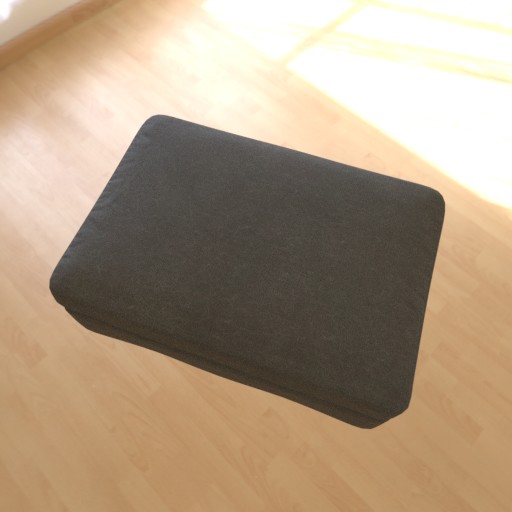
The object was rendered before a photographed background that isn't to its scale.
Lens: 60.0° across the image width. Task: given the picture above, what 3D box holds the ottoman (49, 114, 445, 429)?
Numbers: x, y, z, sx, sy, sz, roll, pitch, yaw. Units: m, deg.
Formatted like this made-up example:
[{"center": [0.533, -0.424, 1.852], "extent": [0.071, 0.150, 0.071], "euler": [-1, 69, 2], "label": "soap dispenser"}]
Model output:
[{"center": [0.000, 0.000, 1.615], "extent": [1.199, 0.429, 0.840], "euler": [17, 65, 8], "label": "ottoman"}]
